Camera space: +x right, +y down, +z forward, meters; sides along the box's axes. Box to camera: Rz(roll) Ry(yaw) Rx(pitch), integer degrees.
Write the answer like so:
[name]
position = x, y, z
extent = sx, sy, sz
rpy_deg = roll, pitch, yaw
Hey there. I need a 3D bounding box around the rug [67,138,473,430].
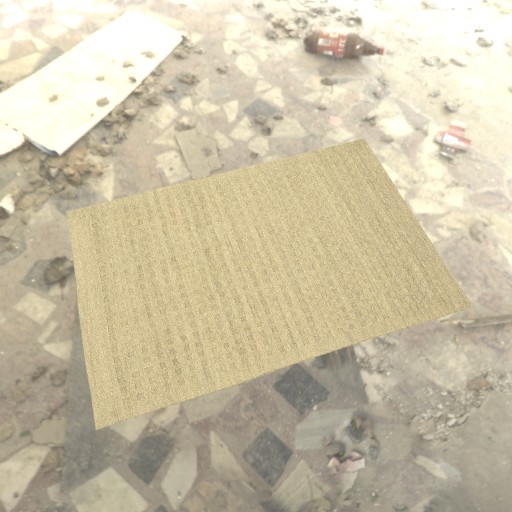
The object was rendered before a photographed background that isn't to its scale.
[rug]
position = 0.000, 0.000, 2.908
extent = 2.297, 0.018, 1.532
rpy_deg = -16, 59, -10
